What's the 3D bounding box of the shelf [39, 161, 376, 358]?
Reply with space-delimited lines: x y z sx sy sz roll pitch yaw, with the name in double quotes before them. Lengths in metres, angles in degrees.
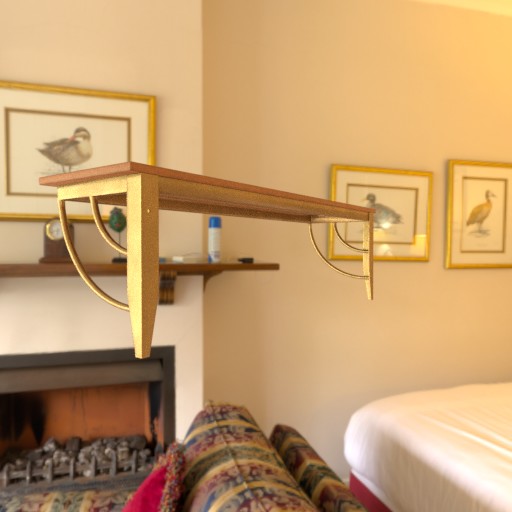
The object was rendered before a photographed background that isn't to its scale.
"shelf" 0.000 0.000 0.727 0.166 0.190 0.636 1 1 36
